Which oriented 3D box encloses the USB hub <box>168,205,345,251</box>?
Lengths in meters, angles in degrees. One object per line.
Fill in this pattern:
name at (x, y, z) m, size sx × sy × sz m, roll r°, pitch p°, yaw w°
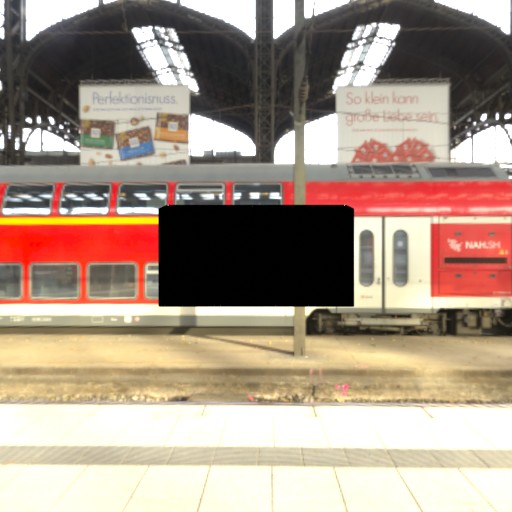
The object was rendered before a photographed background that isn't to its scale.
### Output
USB hub at (0.000, 0.000, 0.124) m, size 0.044 × 0.023 × 0.110 m, roll 0°, pitch 0°, yaw 0°
